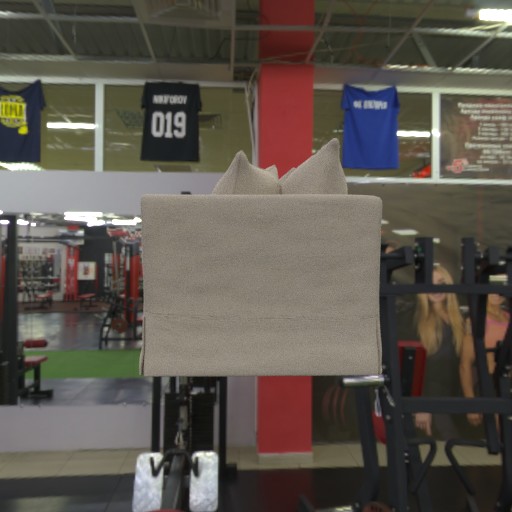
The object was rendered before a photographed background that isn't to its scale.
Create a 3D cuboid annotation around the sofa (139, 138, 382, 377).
[{"bbox_3d":[0.000,0.000,3.026,1.046,1.047,2.499,0,-1,-1],"label":"sofa"}]
